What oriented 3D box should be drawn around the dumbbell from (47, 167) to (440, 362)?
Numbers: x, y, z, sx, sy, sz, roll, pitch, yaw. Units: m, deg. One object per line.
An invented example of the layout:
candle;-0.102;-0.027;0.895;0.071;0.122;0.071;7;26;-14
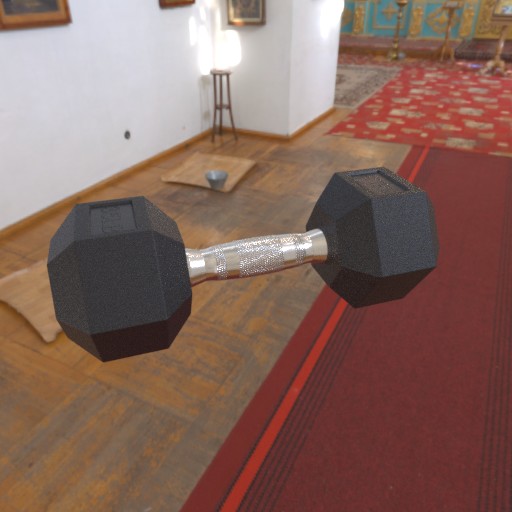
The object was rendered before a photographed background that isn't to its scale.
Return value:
dumbbell;0.000;0.000;0.428;0.356;0.123;0.141;-10;32;-15
